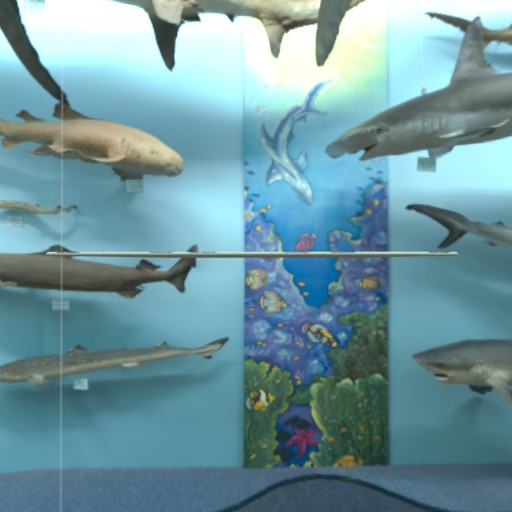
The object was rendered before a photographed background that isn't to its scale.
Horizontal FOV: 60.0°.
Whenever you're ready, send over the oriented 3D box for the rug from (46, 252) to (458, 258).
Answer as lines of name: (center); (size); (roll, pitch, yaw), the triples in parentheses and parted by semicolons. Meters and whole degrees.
rug: (0.000, 0.000, 3.817); (2.211, 0.021, 2.910); (0, 0, 1)
